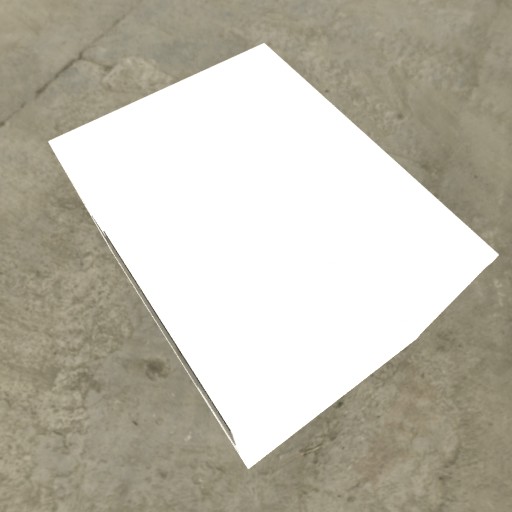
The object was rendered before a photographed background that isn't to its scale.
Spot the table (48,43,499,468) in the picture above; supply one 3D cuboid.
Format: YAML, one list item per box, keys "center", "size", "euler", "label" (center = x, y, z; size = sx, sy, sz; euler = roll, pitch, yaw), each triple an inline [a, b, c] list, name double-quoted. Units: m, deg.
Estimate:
- center: [0.000, 0.000, 0.771]
  size: [0.399, 0.357, 0.517]
  euler: [-32, 66, -16]
  label: "table"
